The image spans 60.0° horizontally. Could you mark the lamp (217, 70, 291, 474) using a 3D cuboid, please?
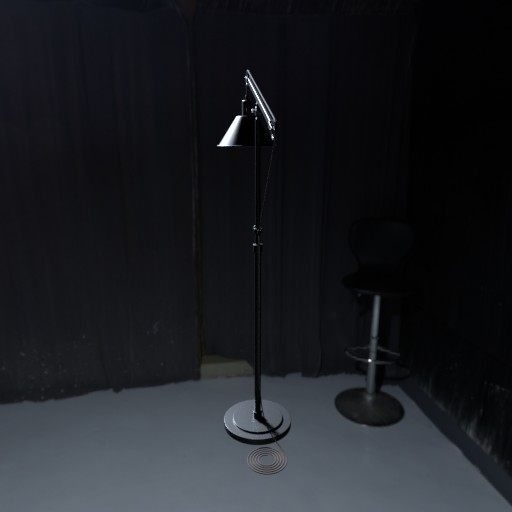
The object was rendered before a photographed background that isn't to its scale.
[{"bbox_3d":[0.000,0.000,1.975,0.319,1.626,0.904,-2,14,-8],"label":"lamp"}]
